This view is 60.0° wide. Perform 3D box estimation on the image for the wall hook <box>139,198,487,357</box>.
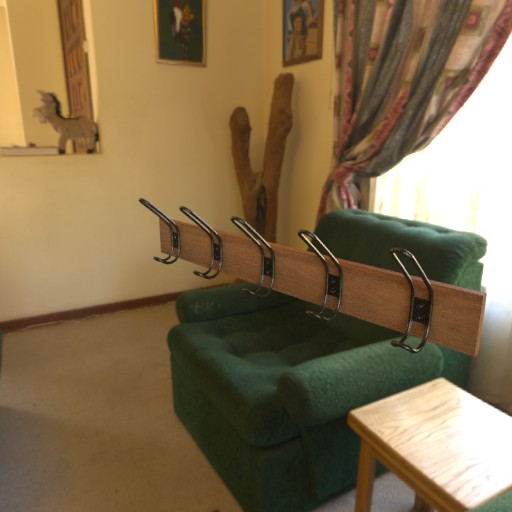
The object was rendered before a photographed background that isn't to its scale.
[{"bbox_3d":[0.000,0.000,0.592,0.076,0.116,0.554,-15,21,-43],"label":"wall hook"}]
